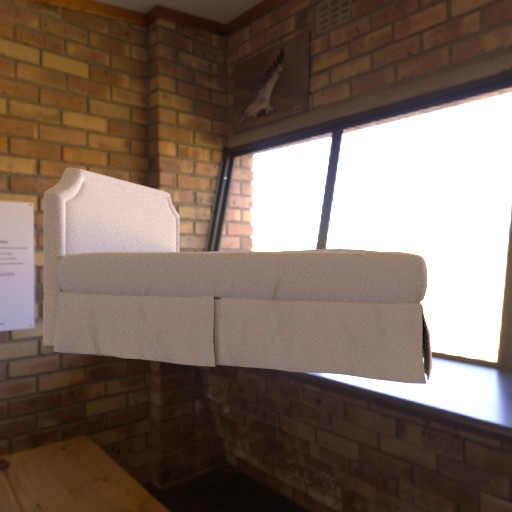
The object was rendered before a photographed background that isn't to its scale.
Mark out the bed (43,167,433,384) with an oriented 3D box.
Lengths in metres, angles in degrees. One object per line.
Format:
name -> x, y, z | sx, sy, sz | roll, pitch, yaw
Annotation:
bed -> 0.000, 0.000, 3.510 | 2.498, 1.293, 1.977 | 0, 1, 17
